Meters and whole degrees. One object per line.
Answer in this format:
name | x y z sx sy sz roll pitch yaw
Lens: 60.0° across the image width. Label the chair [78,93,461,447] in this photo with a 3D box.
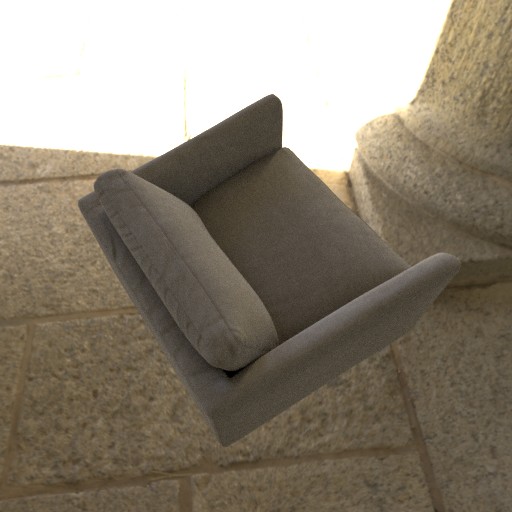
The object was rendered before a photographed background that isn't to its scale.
chair | 0.000 0.000 1.934 1.091 0.845 1.190 -31 63 -18
